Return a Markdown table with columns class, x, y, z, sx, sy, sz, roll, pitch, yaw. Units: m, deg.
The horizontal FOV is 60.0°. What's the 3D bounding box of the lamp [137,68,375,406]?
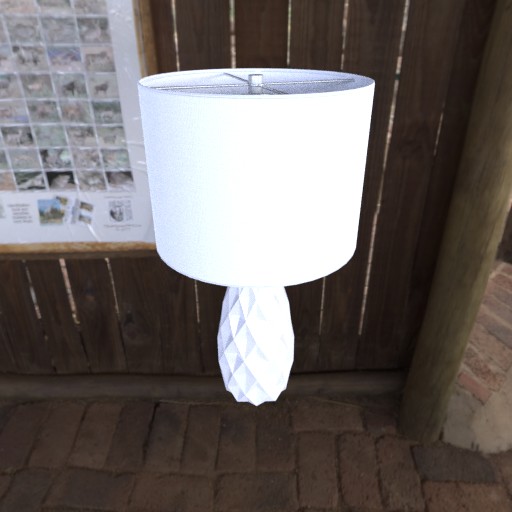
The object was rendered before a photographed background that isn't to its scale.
| class | x | y | z | sx | sy | sz | roll | pitch | yaw |
| --- | --- | --- | --- | --- | --- | --- | --- | --- | --- |
| lamp | 0.000 | 0.000 | 0.688 | 0.297 | 0.522 | 0.297 | 0 | 28 | 0 |
